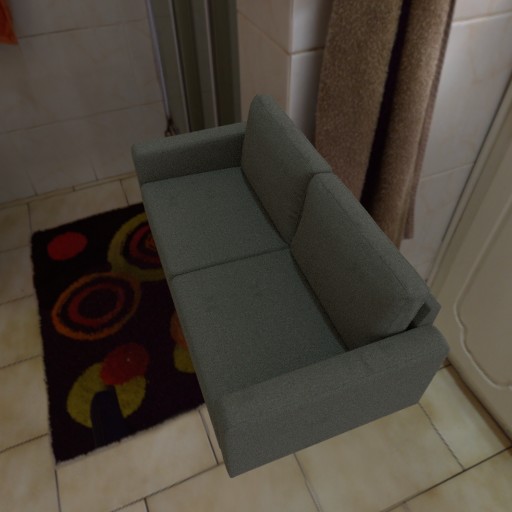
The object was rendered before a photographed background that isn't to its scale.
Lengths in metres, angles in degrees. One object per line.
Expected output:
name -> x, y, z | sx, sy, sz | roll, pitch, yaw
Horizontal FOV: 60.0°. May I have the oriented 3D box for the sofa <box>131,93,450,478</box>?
sofa -> 0.000, 0.000, 2.205 | 0.889, 0.897, 1.730 | -16, 49, -14
